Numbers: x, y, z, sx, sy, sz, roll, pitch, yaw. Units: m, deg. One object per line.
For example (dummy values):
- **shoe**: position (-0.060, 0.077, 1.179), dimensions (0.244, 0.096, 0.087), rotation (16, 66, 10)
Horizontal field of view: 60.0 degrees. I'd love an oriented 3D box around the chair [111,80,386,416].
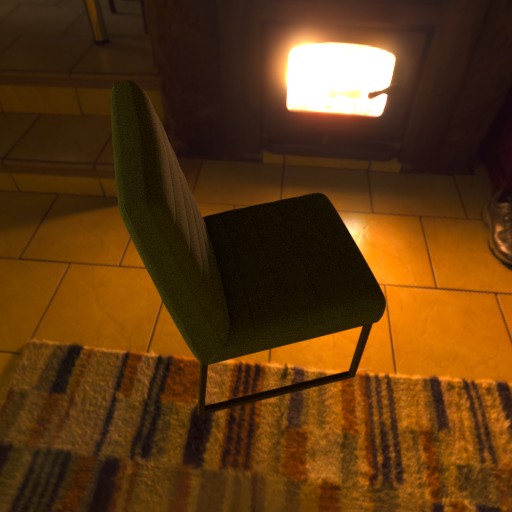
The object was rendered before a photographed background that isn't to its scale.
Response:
- **chair**: position (0.000, 0.000, 1.318), dimensions (0.634, 0.930, 0.520), rotation (-11, 48, -10)
